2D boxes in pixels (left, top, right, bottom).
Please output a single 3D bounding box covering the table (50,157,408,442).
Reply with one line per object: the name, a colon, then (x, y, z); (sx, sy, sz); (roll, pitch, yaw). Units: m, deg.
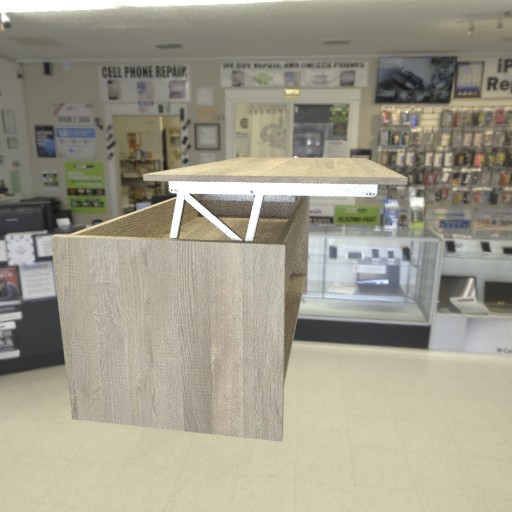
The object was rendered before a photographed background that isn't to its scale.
table: (0.000, 0.000, 1.390); (0.712, 0.570, 1.000); (2, 15, 9)
